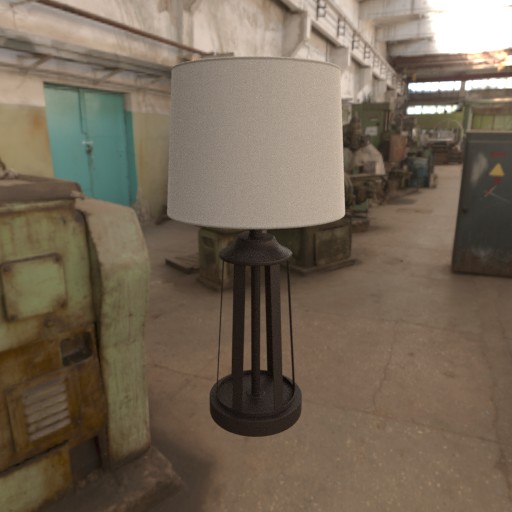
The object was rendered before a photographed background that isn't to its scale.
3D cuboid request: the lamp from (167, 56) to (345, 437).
[{"bbox_3d":[0.000,0.000,0.654,0.251,0.509,0.251,0,15,0],"label":"lamp"}]
